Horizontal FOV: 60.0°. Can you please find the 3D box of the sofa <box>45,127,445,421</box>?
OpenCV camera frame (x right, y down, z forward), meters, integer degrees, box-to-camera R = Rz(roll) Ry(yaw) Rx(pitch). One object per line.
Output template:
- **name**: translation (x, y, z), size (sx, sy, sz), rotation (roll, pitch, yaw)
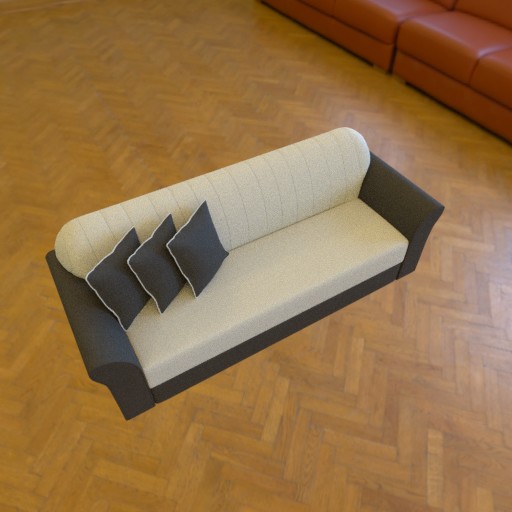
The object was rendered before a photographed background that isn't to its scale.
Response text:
- **sofa**: translation (0.000, 0.000, 2.475), size (2.001, 0.787, 0.755), rotation (-23, 51, -20)
